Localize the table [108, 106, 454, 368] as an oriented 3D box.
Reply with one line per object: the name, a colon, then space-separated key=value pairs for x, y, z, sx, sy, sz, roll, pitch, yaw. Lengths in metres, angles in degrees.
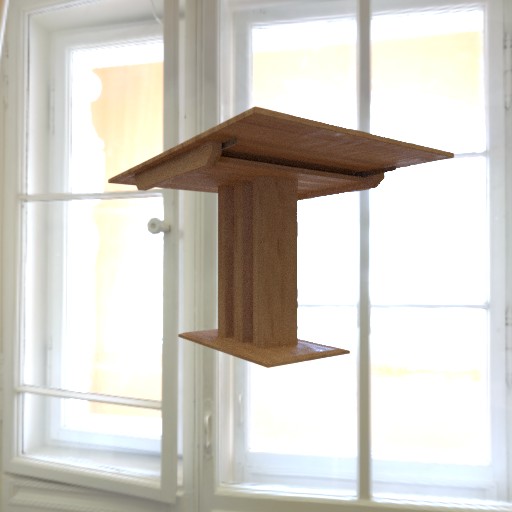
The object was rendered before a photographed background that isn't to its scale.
table: x=0.000 y=0.000 z=1.931 sx=0.900 sy=0.770 sz=1.300 roll=0 pitch=0 yaw=-34
